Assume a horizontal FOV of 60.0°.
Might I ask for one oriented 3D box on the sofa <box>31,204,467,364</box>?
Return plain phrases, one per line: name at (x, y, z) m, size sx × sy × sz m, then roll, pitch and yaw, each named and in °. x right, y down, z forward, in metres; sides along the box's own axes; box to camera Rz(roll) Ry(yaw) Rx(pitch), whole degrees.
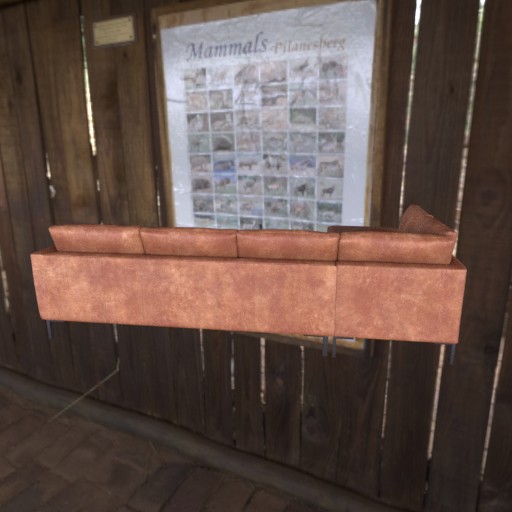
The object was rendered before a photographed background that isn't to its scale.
sofa at (0.000, 0.000, 3.909) m, size 2.984 × 0.877 × 1.938 m, roll 2°, pitch 15°, yaw 8°
